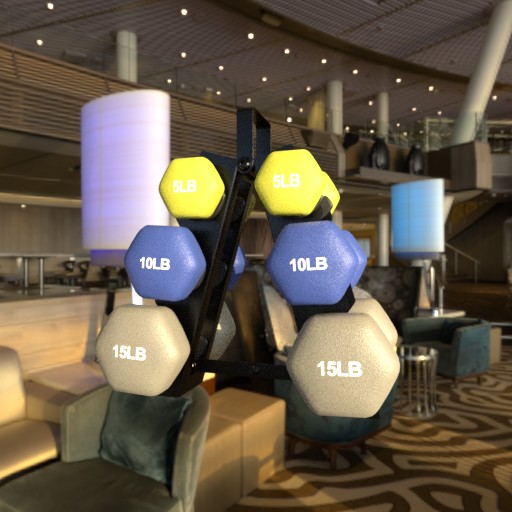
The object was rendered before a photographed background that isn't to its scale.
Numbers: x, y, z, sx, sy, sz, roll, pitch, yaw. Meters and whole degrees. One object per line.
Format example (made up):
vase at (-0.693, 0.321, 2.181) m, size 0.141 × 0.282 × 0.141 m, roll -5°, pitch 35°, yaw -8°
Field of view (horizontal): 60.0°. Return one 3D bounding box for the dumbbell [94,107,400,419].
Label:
dumbbell at (0.000, 0.000, 0.676) m, size 0.416 × 0.426 × 0.261 m, roll 0°, pitch 0°, yaw 18°
